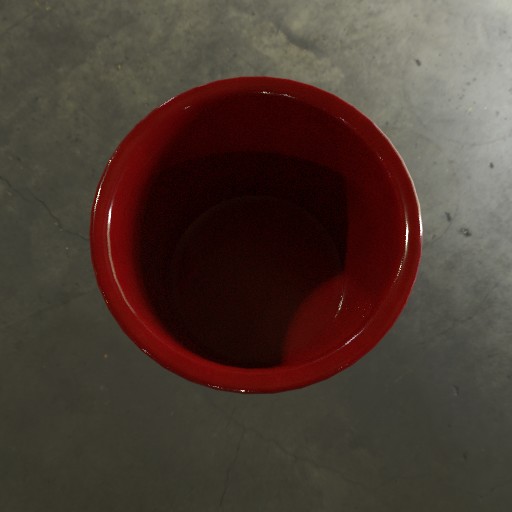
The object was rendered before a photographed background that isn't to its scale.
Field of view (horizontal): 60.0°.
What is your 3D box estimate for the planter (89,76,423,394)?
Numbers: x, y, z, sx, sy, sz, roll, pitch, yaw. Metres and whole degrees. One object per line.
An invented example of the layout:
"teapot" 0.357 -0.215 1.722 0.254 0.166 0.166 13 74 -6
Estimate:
"planter" 0.000 0.000 0.400 0.230 0.202 0.230 0 76 0
